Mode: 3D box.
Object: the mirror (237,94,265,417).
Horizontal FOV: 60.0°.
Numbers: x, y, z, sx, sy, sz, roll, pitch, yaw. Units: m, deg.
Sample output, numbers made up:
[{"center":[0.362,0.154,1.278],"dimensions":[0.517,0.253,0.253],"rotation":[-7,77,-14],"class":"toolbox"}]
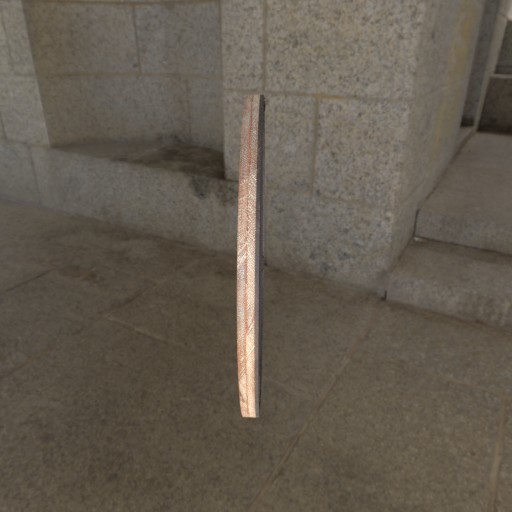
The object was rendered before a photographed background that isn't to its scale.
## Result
[{"center":[0.000,0.000,1.039],"dimensions":[0.038,0.710,0.710],"rotation":[1,26,2],"class":"mirror"}]
